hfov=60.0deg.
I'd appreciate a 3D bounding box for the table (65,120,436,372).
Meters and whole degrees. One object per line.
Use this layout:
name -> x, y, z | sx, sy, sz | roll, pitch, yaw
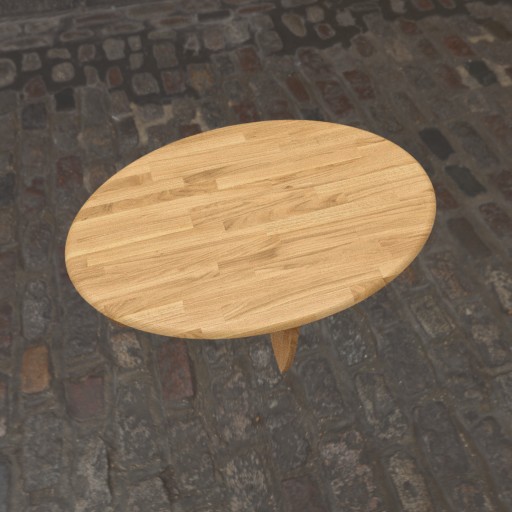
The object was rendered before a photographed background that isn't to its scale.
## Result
table -> 0.000, 0.000, 1.419 | 1.040, 0.490, 0.690 | -14, 60, -8
